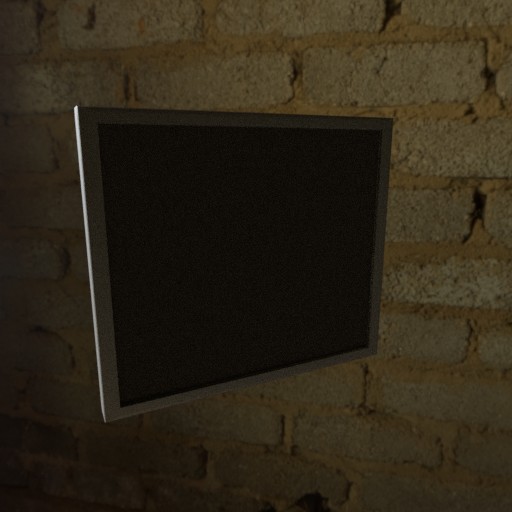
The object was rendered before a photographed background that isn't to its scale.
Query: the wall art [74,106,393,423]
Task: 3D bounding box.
[{"bbox_3d":[0.000,0.000,0.539,0.380,0.330,0.028,-7,15,-25],"label":"wall art"}]
